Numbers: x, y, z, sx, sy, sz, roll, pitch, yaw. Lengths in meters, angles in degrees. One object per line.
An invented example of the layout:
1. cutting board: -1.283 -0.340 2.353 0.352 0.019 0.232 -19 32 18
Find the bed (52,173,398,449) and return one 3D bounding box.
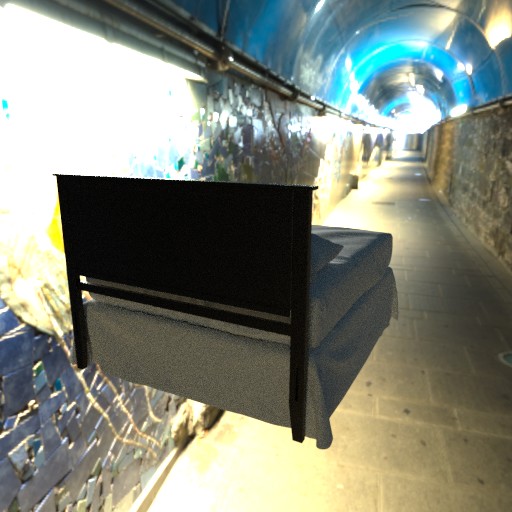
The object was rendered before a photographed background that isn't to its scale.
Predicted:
1. bed: 0.000 0.000 3.265 1.870 1.270 2.050 8 17 27
